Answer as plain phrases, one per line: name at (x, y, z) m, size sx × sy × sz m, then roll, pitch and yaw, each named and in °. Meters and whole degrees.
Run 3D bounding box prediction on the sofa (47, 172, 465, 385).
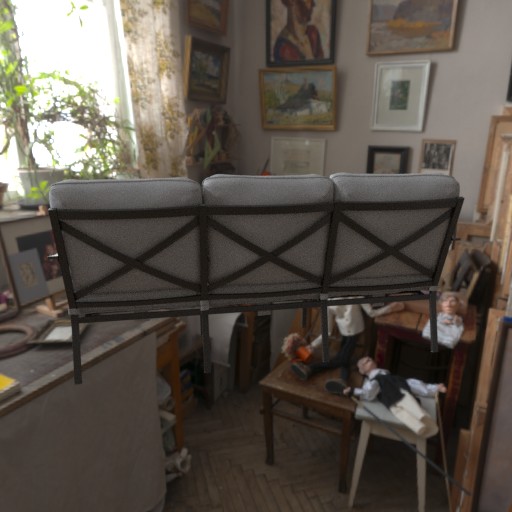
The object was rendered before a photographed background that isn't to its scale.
sofa at (0.000, 0.000, 2.198) m, size 1.740 × 0.860 × 0.787 m, roll -3°, pitch 16°, yaw -9°
